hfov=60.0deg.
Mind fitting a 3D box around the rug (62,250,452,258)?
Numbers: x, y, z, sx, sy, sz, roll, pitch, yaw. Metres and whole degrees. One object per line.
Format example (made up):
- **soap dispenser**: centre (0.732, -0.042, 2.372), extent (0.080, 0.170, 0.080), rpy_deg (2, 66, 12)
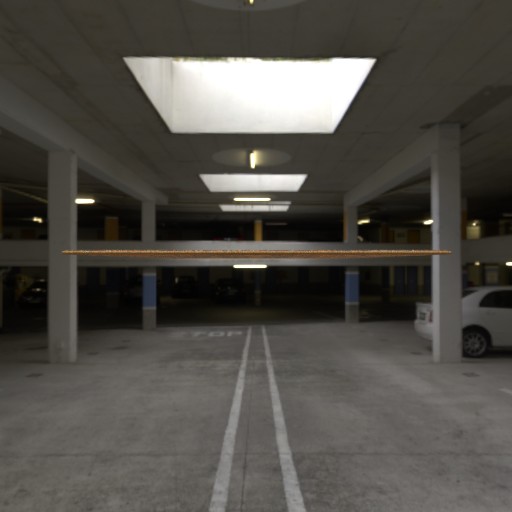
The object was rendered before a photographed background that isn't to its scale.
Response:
- **rug**: centre (0.000, 0.000, 2.176), extent (1.148, 0.013, 1.758), rpy_deg (0, -1, 0)
